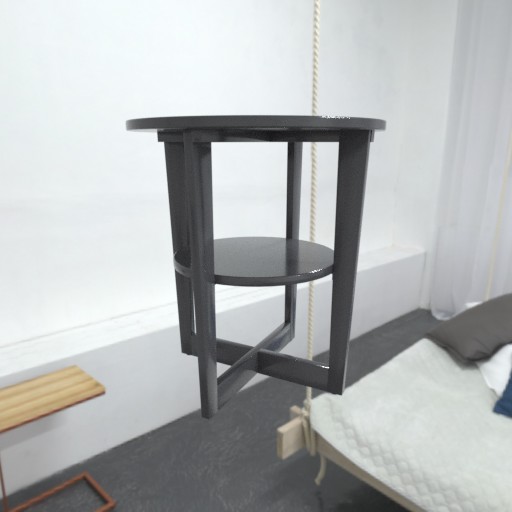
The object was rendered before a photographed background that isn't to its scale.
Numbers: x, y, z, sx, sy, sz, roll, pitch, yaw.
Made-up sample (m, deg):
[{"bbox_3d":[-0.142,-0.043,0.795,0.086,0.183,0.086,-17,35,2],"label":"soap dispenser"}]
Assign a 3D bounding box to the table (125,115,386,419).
[{"bbox_3d":[0.000,0.000,0.951,0.500,0.550,0.500,0,15,0],"label":"table"}]
